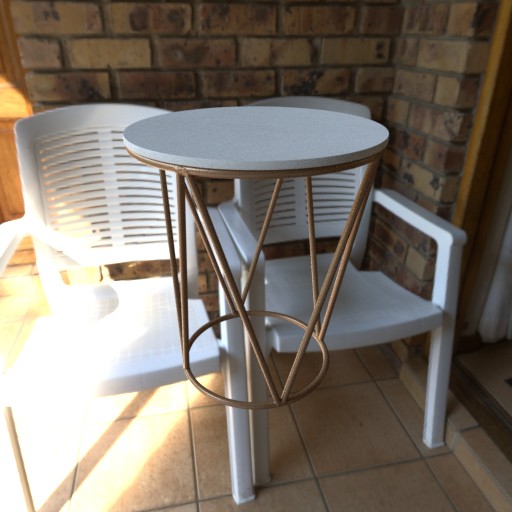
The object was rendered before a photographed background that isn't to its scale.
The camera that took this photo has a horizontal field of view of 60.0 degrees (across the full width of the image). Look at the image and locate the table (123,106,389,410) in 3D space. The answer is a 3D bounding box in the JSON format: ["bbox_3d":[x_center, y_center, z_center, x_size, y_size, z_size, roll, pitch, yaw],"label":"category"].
[{"bbox_3d":[0.000,0.000,0.988,0.500,0.564,0.500,0,27,0],"label":"table"}]
